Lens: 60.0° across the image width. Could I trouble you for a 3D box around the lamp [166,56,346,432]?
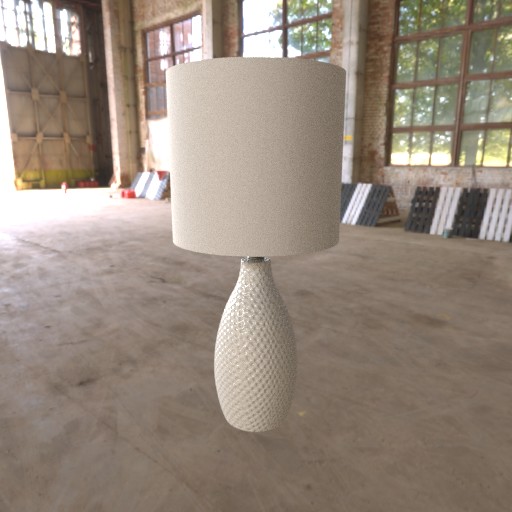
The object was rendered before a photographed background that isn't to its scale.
[{"bbox_3d":[0.000,0.000,0.588,0.214,0.466,0.214,-7,15,-27],"label":"lamp"}]
